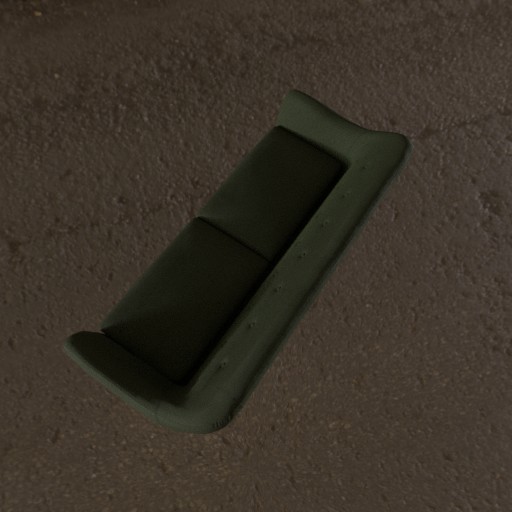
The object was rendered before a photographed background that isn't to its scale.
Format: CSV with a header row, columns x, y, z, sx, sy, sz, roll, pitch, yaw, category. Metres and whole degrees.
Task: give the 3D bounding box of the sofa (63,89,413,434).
x,y,z,sx,sy,sz,roll,pitch,yaw,category
0.000,0.000,2.283,0.820,0.836,1.840,32,68,14,sofa
